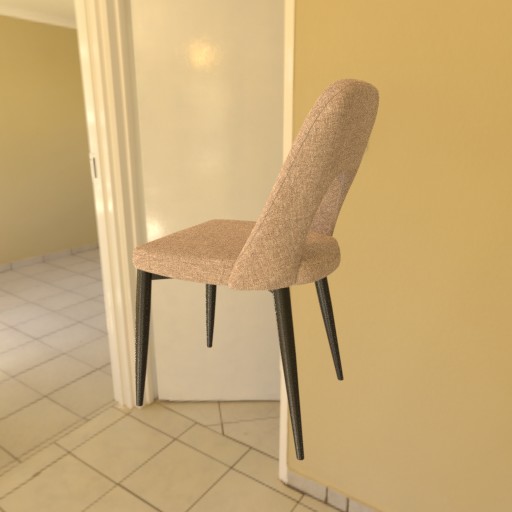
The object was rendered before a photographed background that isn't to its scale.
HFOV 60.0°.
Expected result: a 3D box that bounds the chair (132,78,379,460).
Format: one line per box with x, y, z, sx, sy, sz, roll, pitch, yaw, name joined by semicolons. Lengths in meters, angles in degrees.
0.000;0.000;1.291;0.612;0.931;0.470;8;18;24;chair
